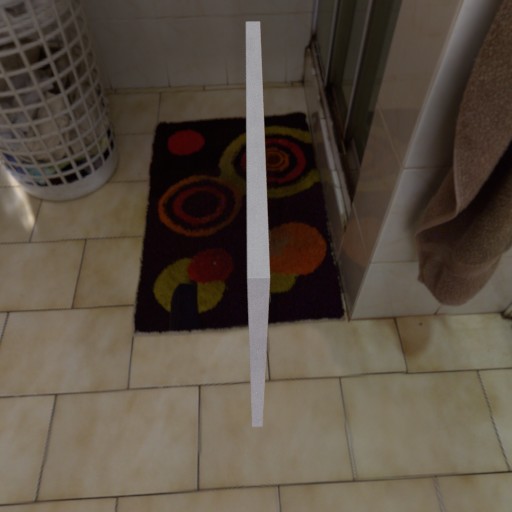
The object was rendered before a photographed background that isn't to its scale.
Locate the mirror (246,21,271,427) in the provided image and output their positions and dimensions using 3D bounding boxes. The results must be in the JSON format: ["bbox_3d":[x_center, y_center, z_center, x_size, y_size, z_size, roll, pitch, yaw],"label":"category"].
[{"bbox_3d":[0.000,0.000,1.343,0.041,1.016,0.762,-1,56,-1],"label":"mirror"}]
